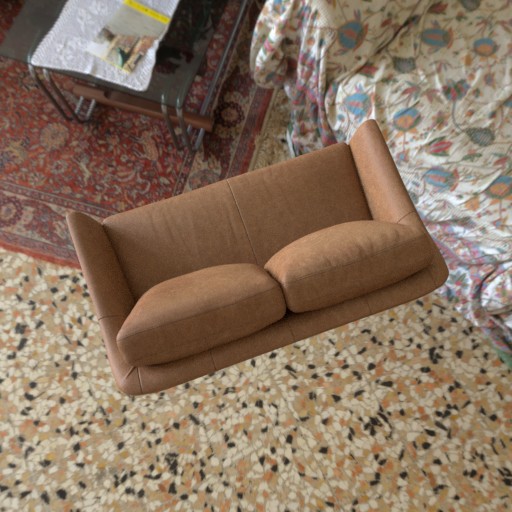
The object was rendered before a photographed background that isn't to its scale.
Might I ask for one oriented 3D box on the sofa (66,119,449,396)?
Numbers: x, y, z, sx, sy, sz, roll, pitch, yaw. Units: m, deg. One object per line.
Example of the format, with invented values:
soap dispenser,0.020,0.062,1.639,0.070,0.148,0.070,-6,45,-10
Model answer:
sofa,0.000,0.000,2.215,1.619,0.902,0.960,-19,75,-5
